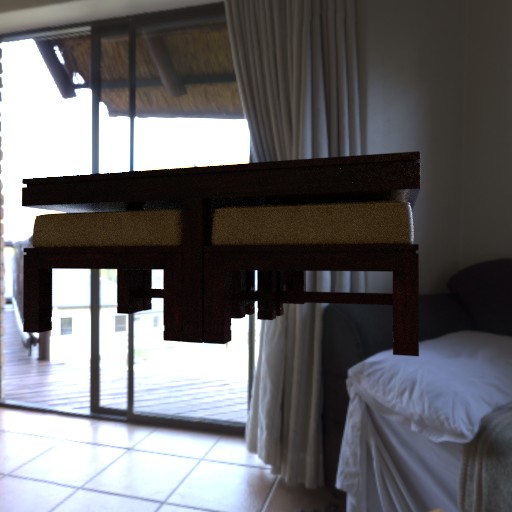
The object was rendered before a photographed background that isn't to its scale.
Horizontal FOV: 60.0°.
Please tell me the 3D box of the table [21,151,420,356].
[{"bbox_3d":[0.000,0.000,1.307,0.865,0.356,0.865,0,0,17],"label":"table"}]
